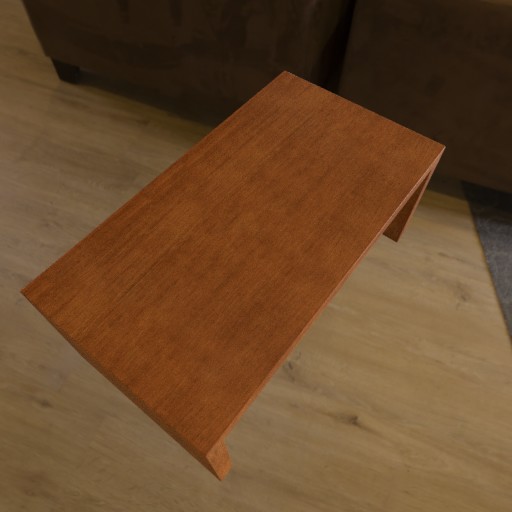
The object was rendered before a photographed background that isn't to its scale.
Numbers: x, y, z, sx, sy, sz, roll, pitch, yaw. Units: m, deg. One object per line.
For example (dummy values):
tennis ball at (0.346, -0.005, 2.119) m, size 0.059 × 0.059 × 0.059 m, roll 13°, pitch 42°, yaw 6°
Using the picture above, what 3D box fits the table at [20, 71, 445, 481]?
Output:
table at (0.000, 0.000, 1.278) m, size 0.549 × 0.419 × 1.000 m, roll 33°, pitch 63°, yaw 19°
